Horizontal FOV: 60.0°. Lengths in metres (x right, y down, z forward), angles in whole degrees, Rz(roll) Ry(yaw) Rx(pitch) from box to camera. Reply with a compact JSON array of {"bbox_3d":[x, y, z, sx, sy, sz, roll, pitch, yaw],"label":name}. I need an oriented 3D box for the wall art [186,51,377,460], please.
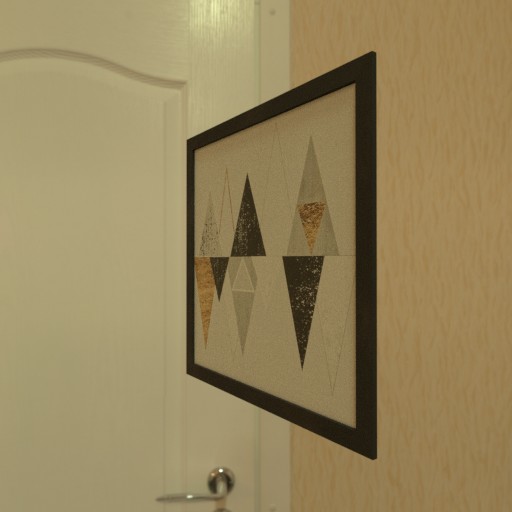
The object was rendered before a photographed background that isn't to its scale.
[{"bbox_3d":[0.000,0.000,1.230,0.013,0.823,0.823,0,0,-36],"label":"wall art"}]
